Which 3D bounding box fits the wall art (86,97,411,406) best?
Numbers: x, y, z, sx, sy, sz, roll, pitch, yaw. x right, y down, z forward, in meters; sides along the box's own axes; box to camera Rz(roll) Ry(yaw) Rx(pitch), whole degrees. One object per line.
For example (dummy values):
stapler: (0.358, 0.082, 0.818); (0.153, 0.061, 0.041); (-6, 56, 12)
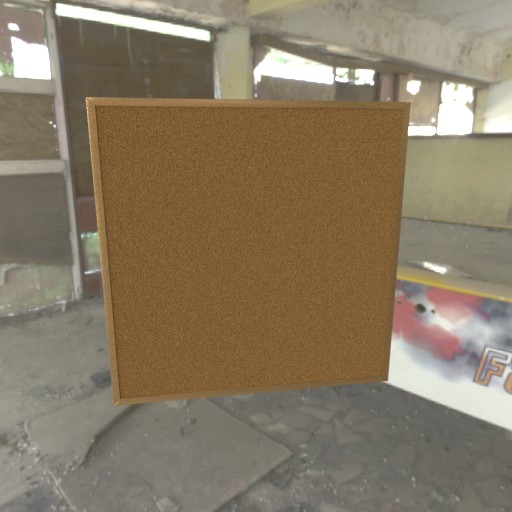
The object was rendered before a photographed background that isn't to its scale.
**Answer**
wall art: (0.000, 0.000, 0.761); (0.505, 0.505, 0.037); (-2, 15, -9)
